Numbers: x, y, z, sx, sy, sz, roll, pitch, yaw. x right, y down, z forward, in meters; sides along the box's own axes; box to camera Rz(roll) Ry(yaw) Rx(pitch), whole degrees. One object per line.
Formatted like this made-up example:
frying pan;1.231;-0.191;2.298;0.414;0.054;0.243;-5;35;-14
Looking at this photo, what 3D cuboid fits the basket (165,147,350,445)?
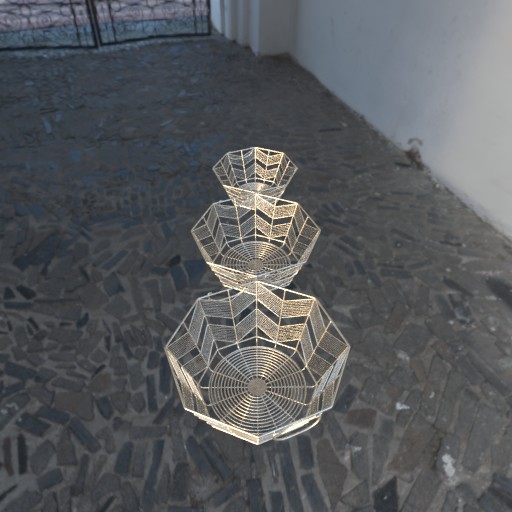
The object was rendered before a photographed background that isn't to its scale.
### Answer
basket;0.000;0.000;1.389;0.432;0.178;1.246;0;43;0
